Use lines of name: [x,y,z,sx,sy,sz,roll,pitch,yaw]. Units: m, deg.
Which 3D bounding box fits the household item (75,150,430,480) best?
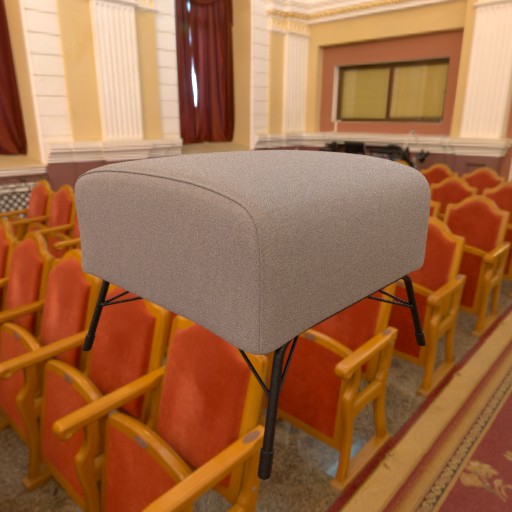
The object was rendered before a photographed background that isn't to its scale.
household item: [0.000,0.000,0.897,0.530,0.410,0.530,15,23,41]
